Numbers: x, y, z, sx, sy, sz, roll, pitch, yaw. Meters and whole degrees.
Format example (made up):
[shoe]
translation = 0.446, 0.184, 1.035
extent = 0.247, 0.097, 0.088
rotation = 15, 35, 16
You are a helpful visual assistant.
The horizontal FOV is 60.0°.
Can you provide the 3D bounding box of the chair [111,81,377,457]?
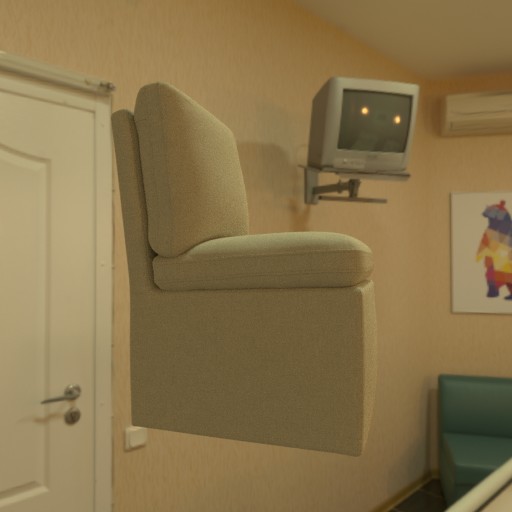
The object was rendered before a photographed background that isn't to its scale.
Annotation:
[chair]
translation = 0.000, 0.000, 1.326
extent = 0.698, 0.927, 0.503
rotation = 0, -1, 18
